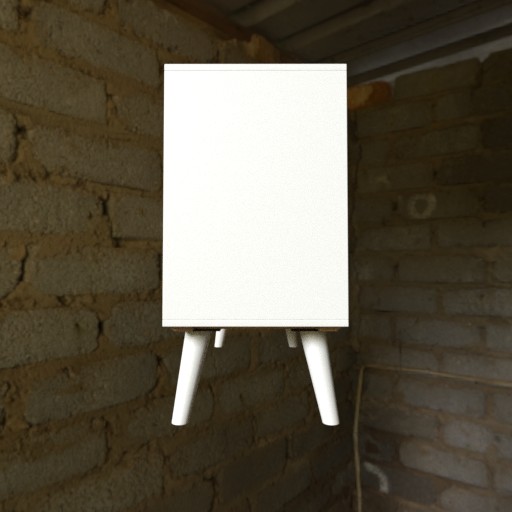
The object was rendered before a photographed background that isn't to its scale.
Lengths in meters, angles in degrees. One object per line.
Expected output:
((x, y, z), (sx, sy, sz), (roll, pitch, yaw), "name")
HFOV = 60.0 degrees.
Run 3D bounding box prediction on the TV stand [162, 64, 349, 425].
((0.000, 0.000, 1.567), (0.406, 0.812, 1.193), (0, -2, 0), "TV stand")
